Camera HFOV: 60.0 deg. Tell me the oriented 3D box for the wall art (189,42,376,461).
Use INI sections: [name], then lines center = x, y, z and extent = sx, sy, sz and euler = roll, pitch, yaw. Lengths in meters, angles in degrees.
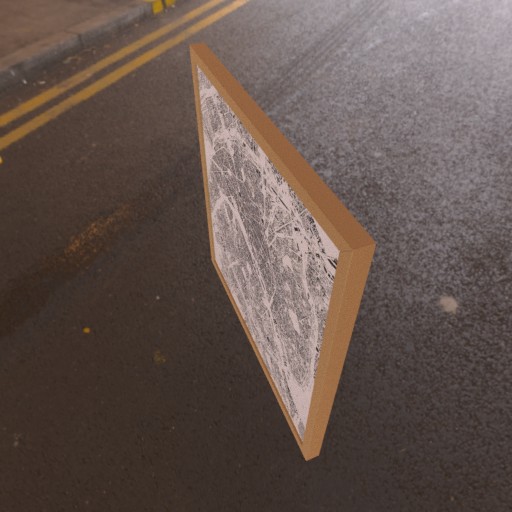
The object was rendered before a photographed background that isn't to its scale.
[wall art]
center = 0.000, 0.000, 1.107
extent = 0.037, 0.761, 0.761
euler = -16, 48, -15
